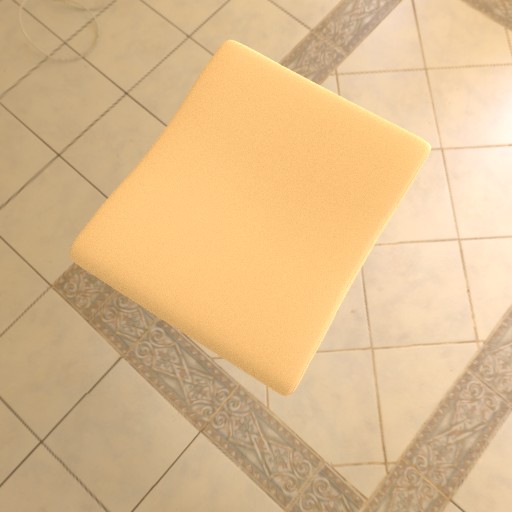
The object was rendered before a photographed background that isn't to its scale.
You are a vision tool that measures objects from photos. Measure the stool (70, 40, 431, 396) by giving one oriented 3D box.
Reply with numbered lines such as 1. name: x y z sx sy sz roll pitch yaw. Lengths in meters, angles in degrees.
1. stool: 0.000 0.000 1.050 0.401 0.762 0.471 31 78 8
